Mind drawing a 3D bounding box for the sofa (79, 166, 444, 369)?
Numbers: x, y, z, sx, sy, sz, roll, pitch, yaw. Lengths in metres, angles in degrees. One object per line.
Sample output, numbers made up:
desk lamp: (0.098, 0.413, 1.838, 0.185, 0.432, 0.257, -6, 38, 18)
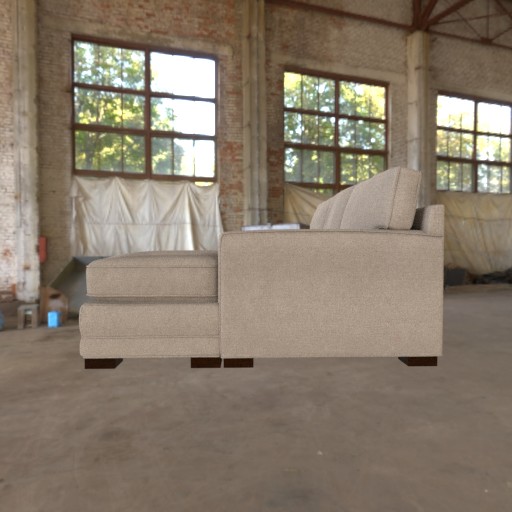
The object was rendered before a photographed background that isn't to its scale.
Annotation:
sofa: (0.000, 0.000, 2.837, 1.496, 0.861, 2.087, 0, 2, -2)
